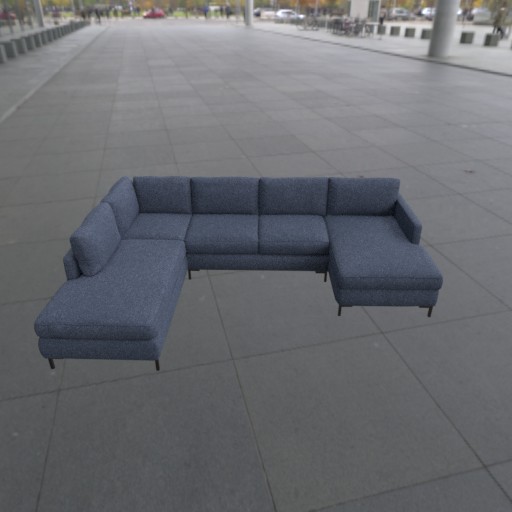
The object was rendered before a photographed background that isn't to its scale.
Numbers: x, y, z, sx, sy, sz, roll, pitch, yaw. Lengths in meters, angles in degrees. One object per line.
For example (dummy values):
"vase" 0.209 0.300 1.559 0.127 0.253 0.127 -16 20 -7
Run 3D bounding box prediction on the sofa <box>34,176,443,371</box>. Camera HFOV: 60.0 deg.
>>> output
"sofa" 0.000 0.000 3.774 2.956 0.813 2.007 1 29 1
